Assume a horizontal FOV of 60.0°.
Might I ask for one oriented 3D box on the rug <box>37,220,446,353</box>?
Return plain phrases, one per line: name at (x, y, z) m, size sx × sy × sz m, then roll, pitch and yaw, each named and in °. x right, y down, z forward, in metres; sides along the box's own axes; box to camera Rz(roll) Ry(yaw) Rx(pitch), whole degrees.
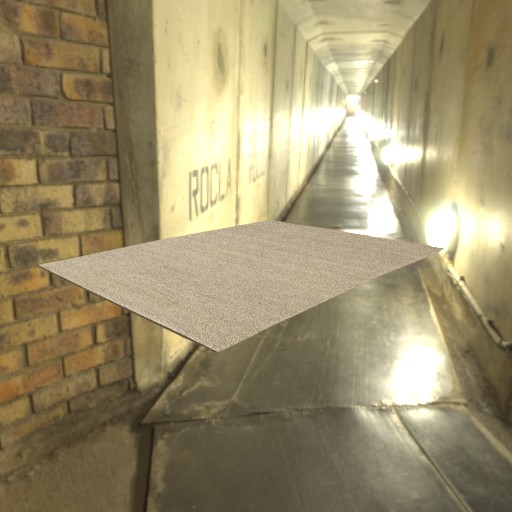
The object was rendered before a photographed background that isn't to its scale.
rug at (0.000, 0.000, 4.880) m, size 2.757 × 0.051 × 3.626 m, roll 14°, pitch 20°, yaw 42°
